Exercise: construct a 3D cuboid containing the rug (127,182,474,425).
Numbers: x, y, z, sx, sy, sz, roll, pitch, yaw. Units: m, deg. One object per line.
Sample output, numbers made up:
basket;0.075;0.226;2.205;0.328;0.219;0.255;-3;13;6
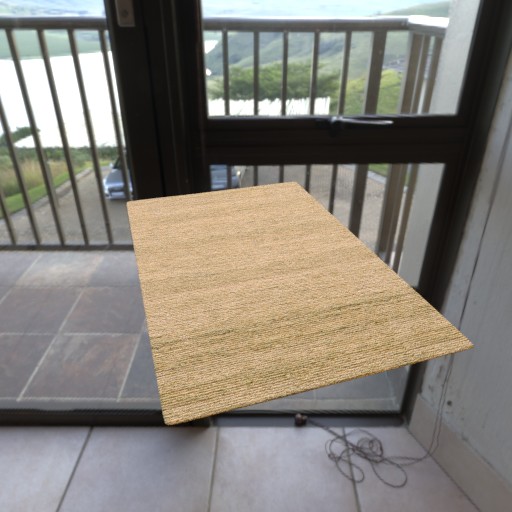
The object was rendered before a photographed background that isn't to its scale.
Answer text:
rug;0.000;0.000;2.203;1.143;0.010;1.758;-9;32;-15
